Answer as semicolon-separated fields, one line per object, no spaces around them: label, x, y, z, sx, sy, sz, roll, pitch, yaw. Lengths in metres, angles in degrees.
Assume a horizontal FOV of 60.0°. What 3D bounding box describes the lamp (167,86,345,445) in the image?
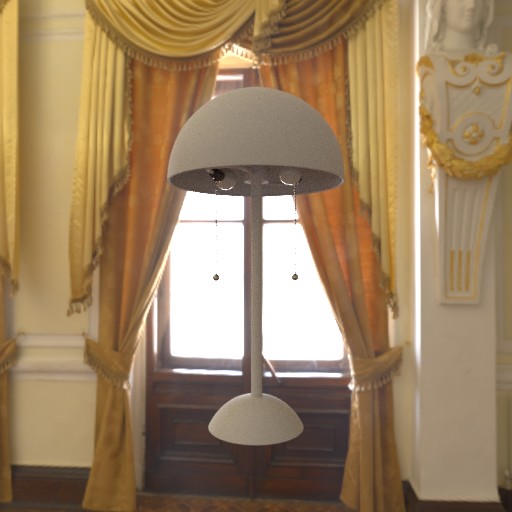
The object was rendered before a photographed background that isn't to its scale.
lamp;0.000;0.000;0.433;0.171;0.330;0.171;0;-1;0
